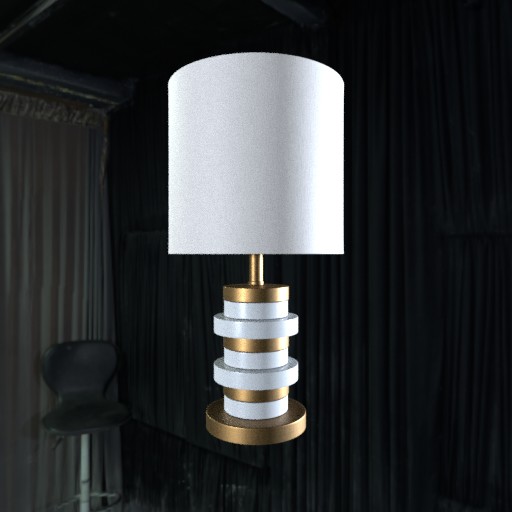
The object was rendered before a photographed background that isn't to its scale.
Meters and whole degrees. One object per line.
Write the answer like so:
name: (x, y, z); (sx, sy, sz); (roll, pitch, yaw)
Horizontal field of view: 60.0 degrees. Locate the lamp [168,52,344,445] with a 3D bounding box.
lamp: (0.000, 0.000, 0.541); (0.210, 0.410, 0.210); (0, 0, 35)
